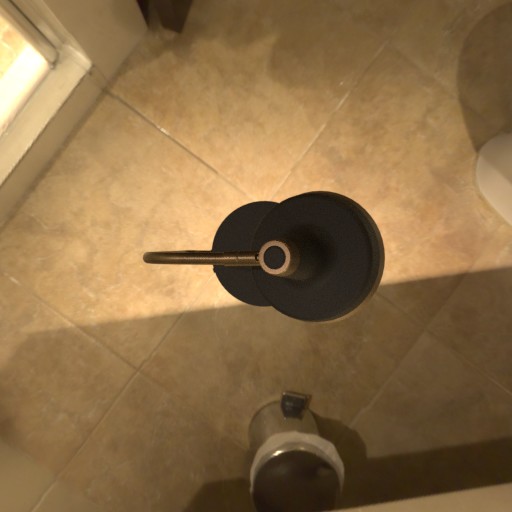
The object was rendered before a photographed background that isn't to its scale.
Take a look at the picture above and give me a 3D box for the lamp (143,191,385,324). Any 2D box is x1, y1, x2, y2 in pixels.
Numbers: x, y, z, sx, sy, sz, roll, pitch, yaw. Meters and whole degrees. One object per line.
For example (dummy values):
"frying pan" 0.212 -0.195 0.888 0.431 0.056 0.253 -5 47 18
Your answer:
"lamp" 0.000 0.000 0.496 0.218 0.385 0.162 0 91 -1
